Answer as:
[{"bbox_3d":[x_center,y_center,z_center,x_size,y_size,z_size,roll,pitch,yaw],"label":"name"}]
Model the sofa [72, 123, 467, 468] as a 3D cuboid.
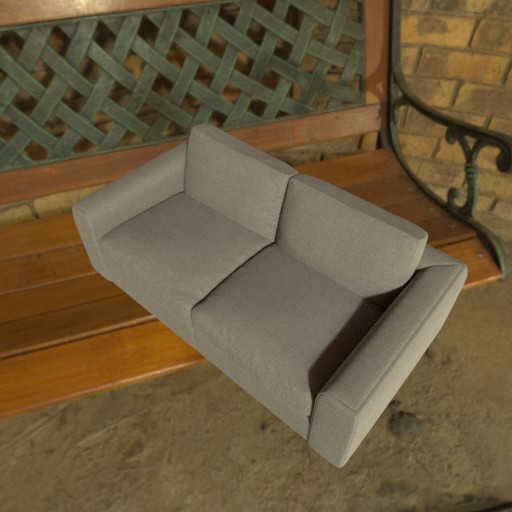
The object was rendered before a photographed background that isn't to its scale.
[{"bbox_3d":[0.000,0.000,2.447,1.920,0.800,1.069,32,54,27],"label":"sofa"}]
